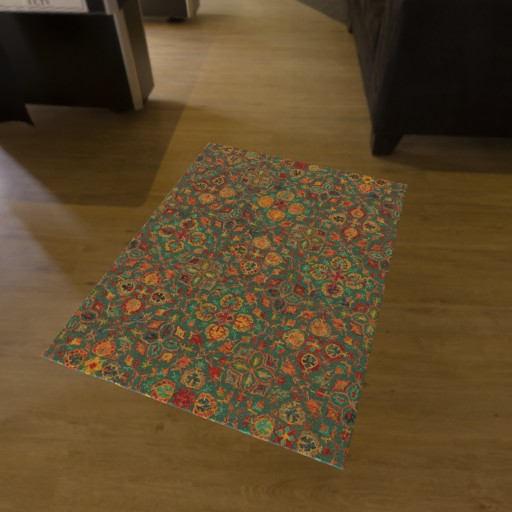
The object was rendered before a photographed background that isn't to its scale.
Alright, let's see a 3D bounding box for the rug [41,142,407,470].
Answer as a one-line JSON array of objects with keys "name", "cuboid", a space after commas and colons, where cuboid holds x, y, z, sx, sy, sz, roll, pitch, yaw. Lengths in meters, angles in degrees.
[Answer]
[{"name": "rug", "cuboid": [0.000, 0.000, 4.225, 2.434, 0.025, 3.204, 15, 49, 14]}]
